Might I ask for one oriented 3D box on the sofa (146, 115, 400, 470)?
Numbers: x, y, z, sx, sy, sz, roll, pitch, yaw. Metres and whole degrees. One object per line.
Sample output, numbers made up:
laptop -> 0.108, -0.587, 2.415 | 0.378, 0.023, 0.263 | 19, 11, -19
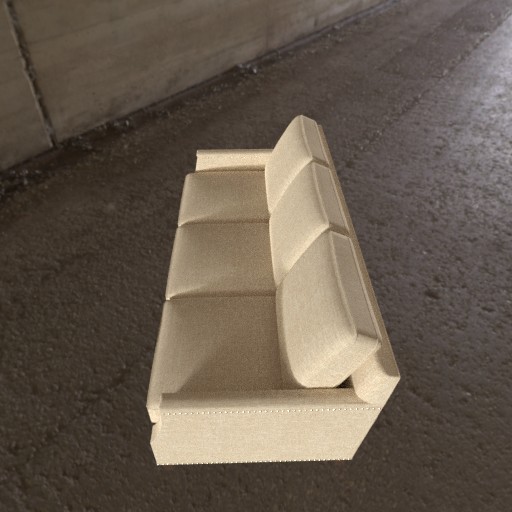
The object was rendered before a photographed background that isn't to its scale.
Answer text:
sofa -> 0.000, 0.000, 2.723 | 1.041, 0.940, 2.210 | -1, 41, -1
